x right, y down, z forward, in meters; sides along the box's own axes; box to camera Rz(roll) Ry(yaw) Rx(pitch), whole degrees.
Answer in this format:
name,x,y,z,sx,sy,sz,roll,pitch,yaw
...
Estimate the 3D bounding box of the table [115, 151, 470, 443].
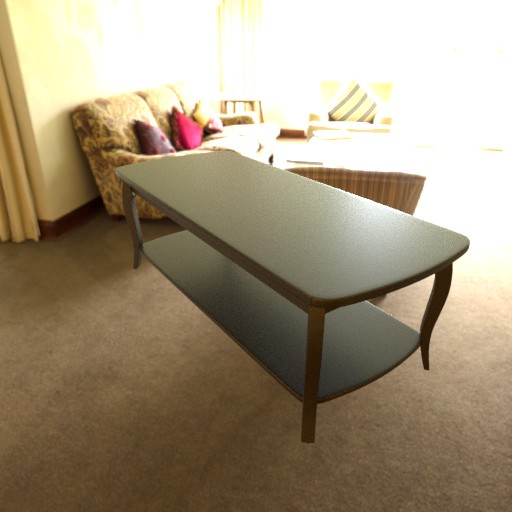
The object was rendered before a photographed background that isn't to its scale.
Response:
name,x,y,z,sx,sy,sz,roll,pitch,yaw
table,0.000,0.000,1.613,0.571,0.457,1.333,-17,31,-31
